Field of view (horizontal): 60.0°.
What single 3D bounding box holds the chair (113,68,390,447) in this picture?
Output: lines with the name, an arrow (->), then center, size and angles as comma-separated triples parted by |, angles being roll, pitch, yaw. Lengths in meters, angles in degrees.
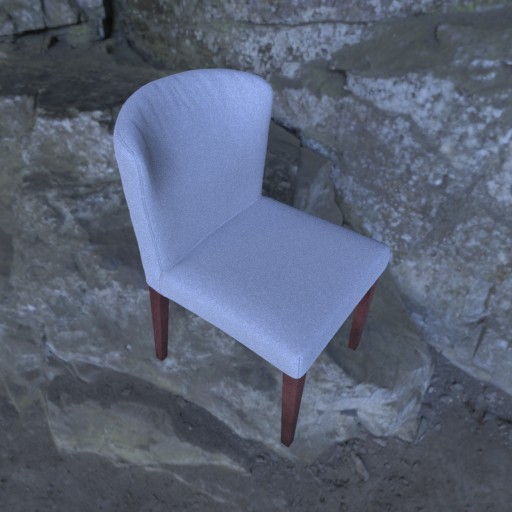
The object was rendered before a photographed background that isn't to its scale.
chair -> 0.000, 0.000, 1.208 | 0.592, 0.839, 0.491 | 26, 48, 26
